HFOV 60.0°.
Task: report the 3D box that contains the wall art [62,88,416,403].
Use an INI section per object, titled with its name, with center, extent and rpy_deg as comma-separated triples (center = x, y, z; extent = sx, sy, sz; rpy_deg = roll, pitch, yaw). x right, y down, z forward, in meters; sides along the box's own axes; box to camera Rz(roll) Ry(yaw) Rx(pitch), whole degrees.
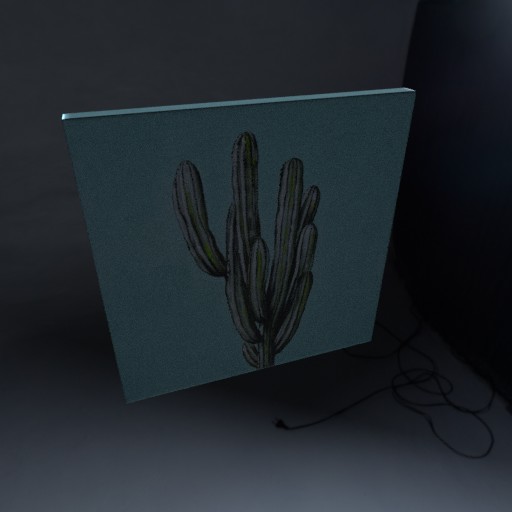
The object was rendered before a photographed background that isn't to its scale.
[wall art]
center = 0.000, 0.000, 1.585
extent = 1.071, 1.073, 0.070
rpy_deg = -10, 33, -16
